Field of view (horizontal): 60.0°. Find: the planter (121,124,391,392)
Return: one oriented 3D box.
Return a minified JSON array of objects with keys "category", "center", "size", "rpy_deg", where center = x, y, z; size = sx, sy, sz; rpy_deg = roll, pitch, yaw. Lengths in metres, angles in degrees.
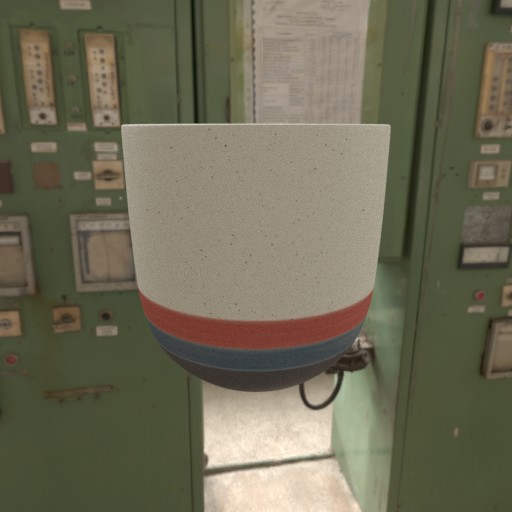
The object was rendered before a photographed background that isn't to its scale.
[{"category":"planter","center":[0.000,0.000,0.378],"size":[0.204,0.214,0.204],"rpy_deg":[0,16,0]}]
